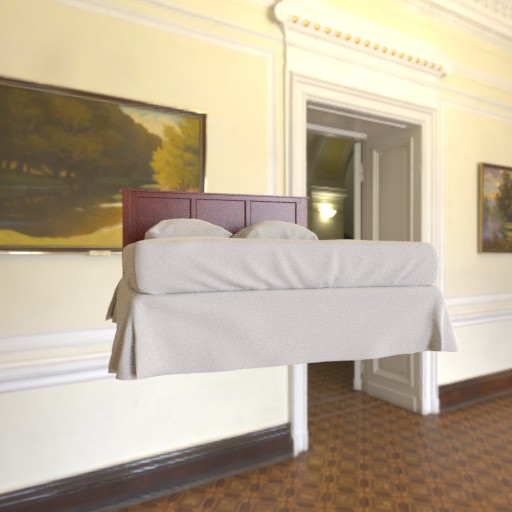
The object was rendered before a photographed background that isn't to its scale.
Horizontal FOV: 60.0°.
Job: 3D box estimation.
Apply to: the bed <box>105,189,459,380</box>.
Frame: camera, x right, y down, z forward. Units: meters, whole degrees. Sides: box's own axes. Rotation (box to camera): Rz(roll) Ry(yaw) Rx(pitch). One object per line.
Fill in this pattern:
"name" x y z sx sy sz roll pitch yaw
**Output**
"bed" 0.000 0.000 3.567 2.314 1.271 2.219 0 1 -18
